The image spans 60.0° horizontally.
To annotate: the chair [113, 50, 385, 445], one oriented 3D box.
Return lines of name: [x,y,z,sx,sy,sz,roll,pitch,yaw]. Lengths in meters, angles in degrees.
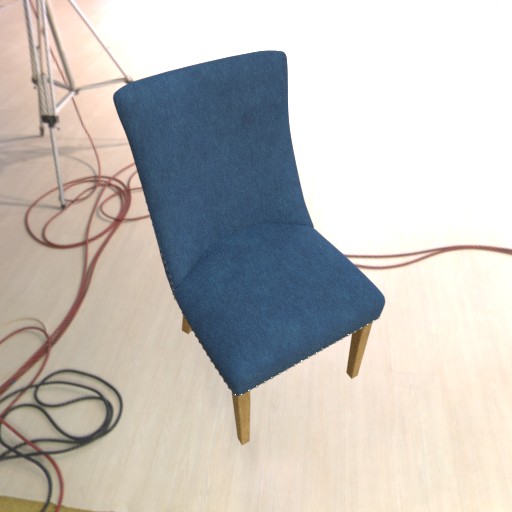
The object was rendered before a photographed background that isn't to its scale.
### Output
chair: [0.000,0.000,1.269,0.495,0.902,0.610,-24,50,-21]
